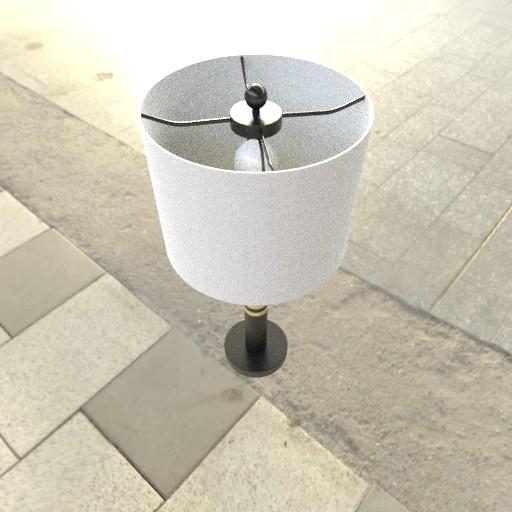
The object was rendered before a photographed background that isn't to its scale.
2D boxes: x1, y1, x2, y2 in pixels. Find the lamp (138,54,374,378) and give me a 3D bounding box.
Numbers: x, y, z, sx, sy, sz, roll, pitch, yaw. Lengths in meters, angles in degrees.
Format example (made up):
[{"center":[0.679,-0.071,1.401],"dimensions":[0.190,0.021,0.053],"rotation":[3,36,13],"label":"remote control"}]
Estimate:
[{"center":[0.000,0.000,0.797],"dimensions":[0.305,0.640,0.305],"rotation":[31,54,25],"label":"lamp"}]
